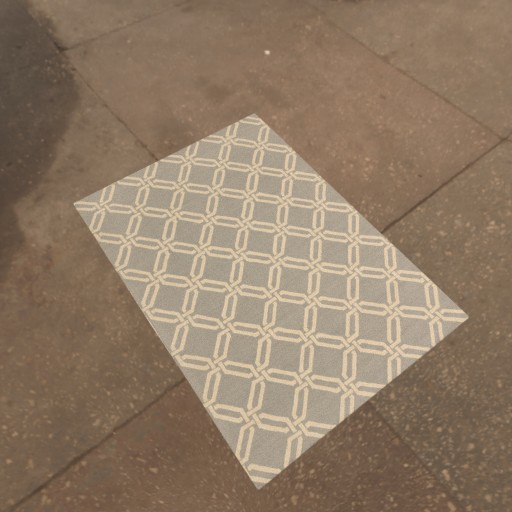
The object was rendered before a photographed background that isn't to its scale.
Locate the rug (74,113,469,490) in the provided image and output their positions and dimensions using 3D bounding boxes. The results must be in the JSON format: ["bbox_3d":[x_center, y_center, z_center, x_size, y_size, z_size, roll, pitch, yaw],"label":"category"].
[{"bbox_3d":[0.000,0.000,2.791,1.522,0.013,2.133,-32,64,-18],"label":"rug"}]
